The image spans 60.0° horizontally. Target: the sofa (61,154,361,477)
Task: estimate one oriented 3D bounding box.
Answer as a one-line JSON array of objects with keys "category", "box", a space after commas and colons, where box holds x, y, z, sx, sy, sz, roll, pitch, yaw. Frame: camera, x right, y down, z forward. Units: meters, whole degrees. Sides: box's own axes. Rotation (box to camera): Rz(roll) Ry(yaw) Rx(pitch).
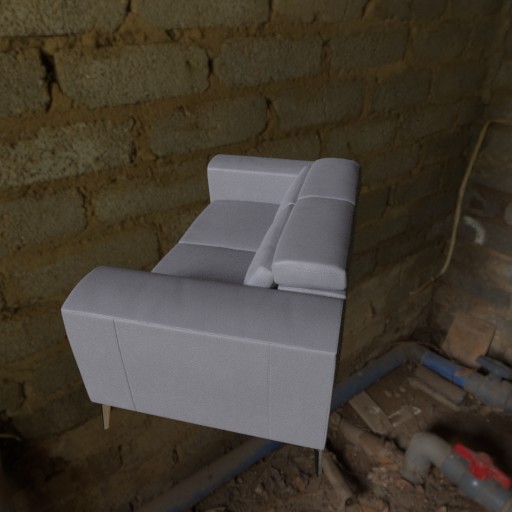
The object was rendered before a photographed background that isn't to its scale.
[{"category": "sofa", "box": [0.000, 0.000, 2.366, 1.003, 0.779, 1.895, 7, 31, 12]}]
